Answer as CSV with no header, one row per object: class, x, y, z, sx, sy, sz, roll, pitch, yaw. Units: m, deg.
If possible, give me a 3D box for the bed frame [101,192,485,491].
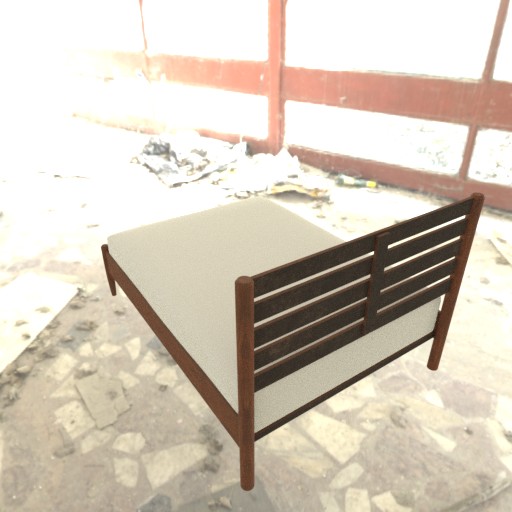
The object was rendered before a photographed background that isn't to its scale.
bed frame,0.000,0.000,3.229,1.655,1.321,2.234,-19,35,-29
